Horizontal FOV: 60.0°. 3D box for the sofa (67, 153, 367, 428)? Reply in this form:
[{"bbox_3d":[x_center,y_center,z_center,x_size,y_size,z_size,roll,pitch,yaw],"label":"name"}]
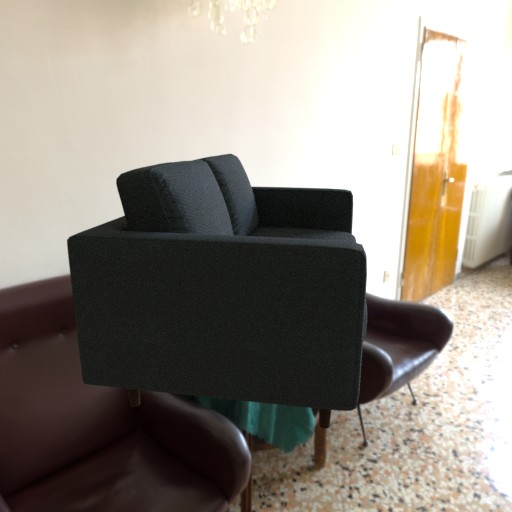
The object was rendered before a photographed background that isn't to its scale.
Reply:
[{"bbox_3d":[0.000,0.000,2.152,0.999,0.930,1.518,3,16,10],"label":"sofa"}]
